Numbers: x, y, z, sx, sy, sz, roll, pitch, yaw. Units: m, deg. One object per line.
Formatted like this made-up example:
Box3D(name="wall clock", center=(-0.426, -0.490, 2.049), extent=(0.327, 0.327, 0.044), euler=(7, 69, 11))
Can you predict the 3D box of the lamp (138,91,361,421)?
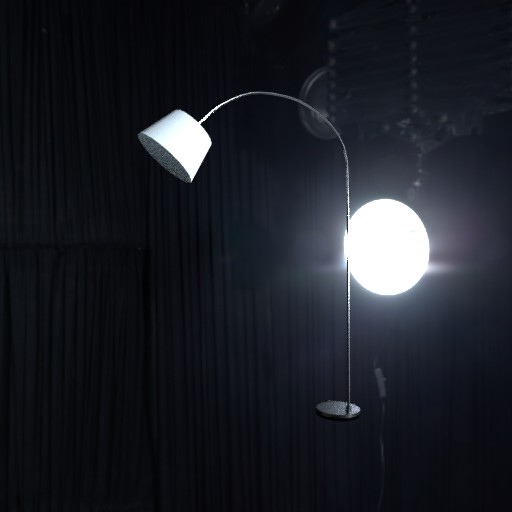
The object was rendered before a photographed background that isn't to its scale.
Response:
Box3D(name="lamp", center=(0.000, 0.000, 2.793), extent=(1.445, 2.098, 0.406), euler=(0, -1, -18))
